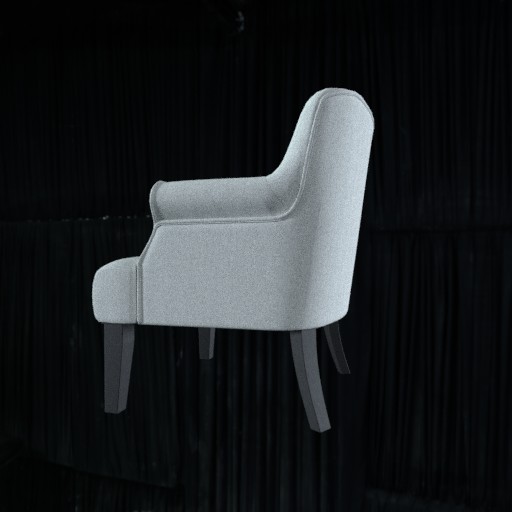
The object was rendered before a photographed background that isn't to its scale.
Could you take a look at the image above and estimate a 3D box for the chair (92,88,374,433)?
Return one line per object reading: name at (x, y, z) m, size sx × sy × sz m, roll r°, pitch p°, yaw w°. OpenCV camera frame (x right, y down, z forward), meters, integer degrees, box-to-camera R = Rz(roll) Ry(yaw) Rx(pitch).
chair at (0.000, 0.000, 1.465) m, size 0.750 × 0.875 × 0.781 m, roll 0°, pitch 1°, yaw 17°
